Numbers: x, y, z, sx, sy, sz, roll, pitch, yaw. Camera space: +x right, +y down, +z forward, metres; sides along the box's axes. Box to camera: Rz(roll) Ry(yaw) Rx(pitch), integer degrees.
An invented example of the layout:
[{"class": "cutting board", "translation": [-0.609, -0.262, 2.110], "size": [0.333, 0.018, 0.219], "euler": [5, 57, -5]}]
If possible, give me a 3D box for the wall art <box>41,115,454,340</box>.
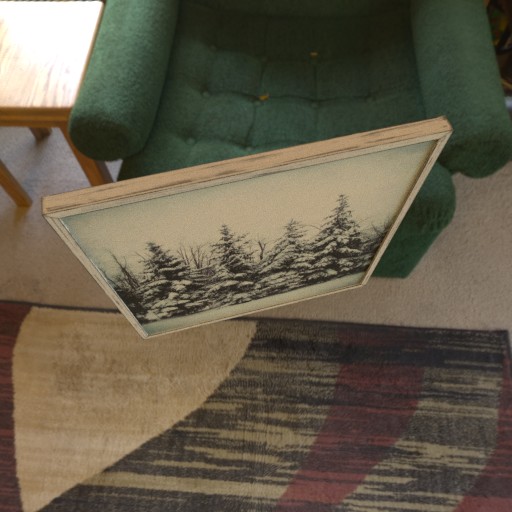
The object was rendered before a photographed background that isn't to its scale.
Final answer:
[{"class": "wall art", "translation": [0.000, 0.000, 1.142], "size": [0.761, 0.761, 0.037], "euler": [-13, 64, -6]}]
